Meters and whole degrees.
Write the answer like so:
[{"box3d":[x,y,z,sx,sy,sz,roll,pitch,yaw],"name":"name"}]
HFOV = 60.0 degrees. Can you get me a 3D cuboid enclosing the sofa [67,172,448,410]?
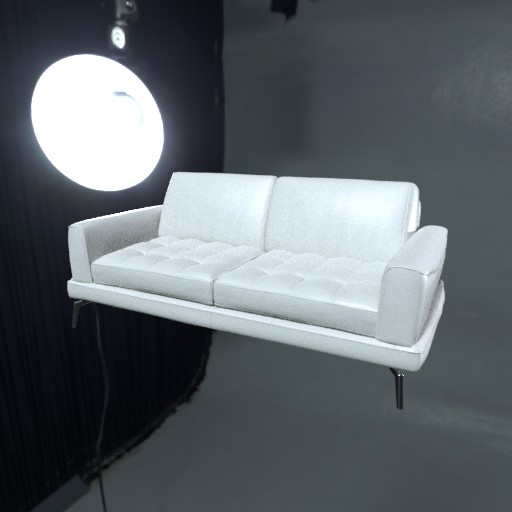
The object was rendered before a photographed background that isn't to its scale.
[{"box3d":[0.000,0.000,2.756,2.177,0.930,1.121,8,17,26],"name":"sofa"}]
